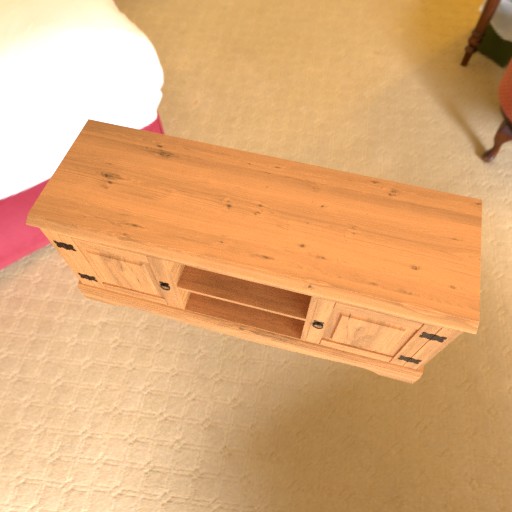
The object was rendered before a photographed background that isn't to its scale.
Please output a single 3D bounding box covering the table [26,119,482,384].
[{"bbox_3d":[0.000,0.000,1.441,1.200,0.510,0.400,13,61,7],"label":"table"}]
